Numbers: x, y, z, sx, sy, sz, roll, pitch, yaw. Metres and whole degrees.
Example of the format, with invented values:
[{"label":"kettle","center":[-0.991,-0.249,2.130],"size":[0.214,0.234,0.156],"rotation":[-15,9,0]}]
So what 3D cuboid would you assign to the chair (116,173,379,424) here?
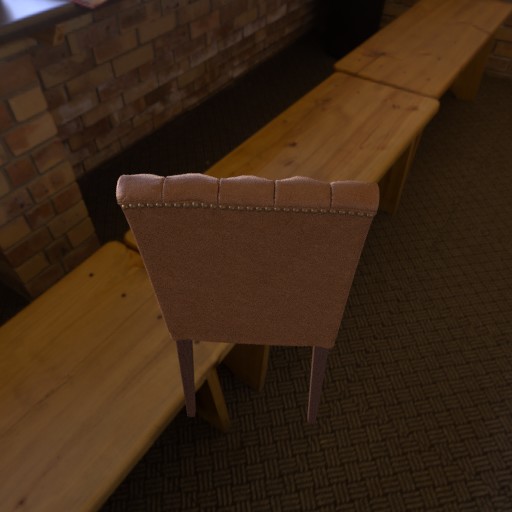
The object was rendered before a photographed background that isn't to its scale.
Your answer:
[{"label":"chair","center":[0.000,0.000,1.362],"size":[0.511,1.016,0.647],"rotation":[2,47,2]}]
